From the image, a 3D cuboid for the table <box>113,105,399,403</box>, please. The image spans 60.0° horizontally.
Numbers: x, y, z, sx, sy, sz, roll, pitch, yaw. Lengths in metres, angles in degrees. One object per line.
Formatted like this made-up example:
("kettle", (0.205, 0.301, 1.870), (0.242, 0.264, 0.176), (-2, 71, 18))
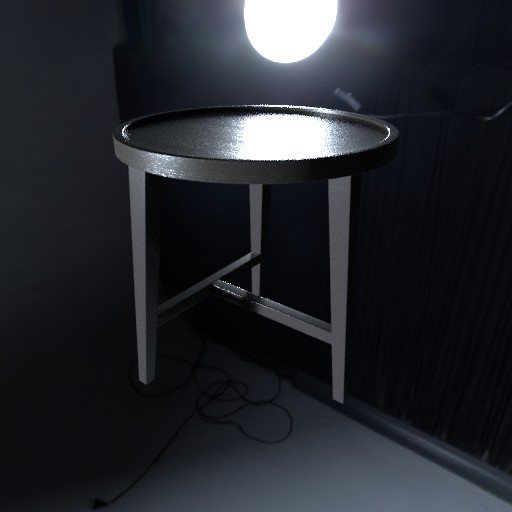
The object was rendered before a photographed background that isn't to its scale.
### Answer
("table", (0.000, 0.000, 0.924), (0.500, 0.531, 0.500), (0, 27, 0))
